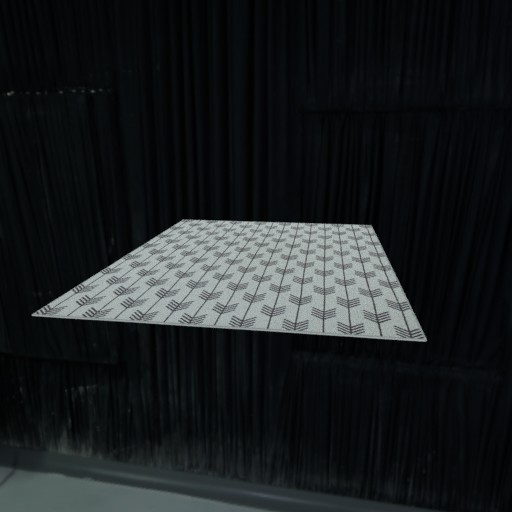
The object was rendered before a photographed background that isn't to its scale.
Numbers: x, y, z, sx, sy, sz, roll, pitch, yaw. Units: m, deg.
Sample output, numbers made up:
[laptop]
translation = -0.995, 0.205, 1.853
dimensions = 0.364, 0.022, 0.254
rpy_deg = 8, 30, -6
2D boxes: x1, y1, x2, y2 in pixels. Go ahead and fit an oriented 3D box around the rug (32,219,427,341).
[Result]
[rug]
translation = 0.000, 0.000, 4.008
dimensions = 2.330, 0.010, 3.061
rpy_deg = 2, 16, 8
